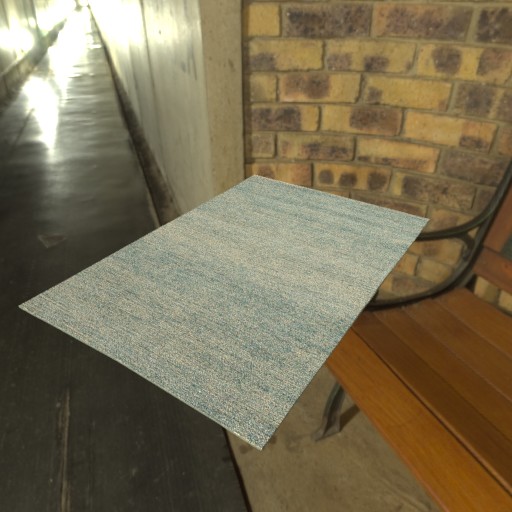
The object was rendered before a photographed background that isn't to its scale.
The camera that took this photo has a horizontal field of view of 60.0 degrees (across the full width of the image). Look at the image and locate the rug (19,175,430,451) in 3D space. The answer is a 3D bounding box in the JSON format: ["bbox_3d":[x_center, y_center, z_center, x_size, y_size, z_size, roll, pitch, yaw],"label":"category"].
[{"bbox_3d":[0.000,0.000,5.056,2.802,0.052,4.078,20,37,28],"label":"rug"}]
